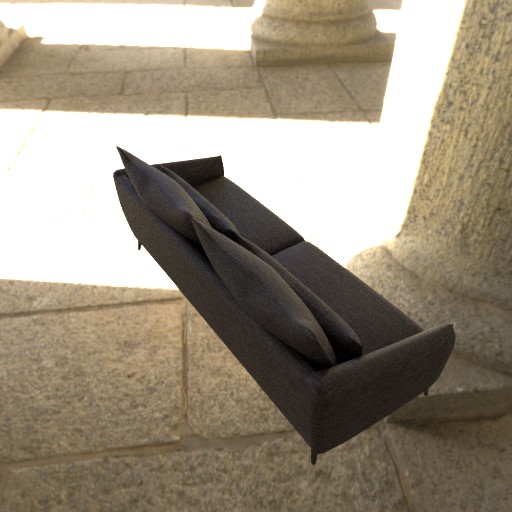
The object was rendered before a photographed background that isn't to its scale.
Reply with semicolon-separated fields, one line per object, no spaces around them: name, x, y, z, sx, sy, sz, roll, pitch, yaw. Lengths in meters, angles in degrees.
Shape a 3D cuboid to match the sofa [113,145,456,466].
sofa;0.000;0.000;2.419;0.807;0.843;2.019;-26;47;-26
